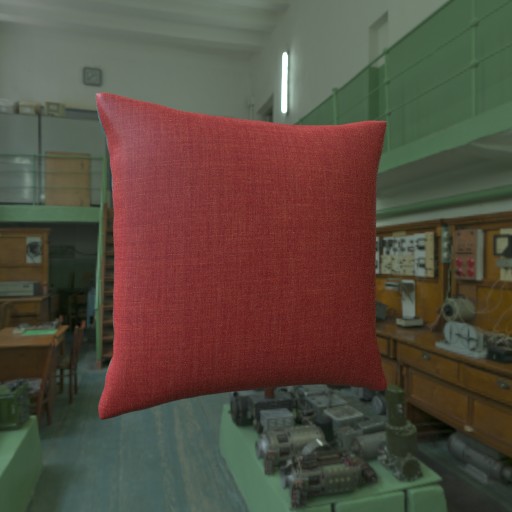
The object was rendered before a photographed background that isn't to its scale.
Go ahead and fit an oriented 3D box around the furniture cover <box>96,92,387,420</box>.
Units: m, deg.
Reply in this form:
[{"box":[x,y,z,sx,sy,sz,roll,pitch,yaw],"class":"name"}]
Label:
[{"box":[0.000,0.000,0.759,0.517,0.508,0.158,0,0,-18],"class":"furniture cover"}]
